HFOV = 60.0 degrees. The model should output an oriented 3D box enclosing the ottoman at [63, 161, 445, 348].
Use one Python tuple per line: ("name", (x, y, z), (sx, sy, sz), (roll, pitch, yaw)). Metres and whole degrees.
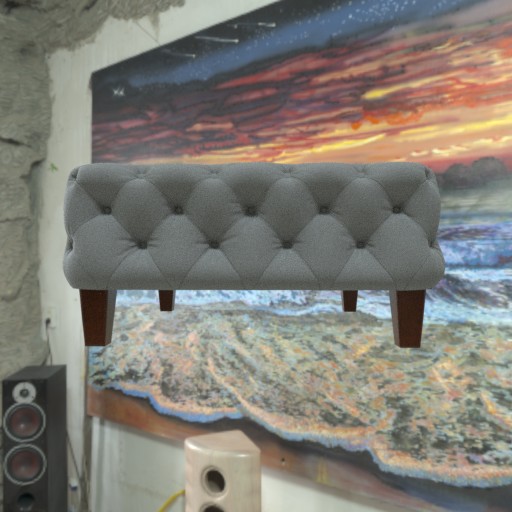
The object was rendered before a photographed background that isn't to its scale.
("ottoman", (0.000, 0.000, 1.436), (0.911, 0.439, 0.917), (0, -1, 1))
